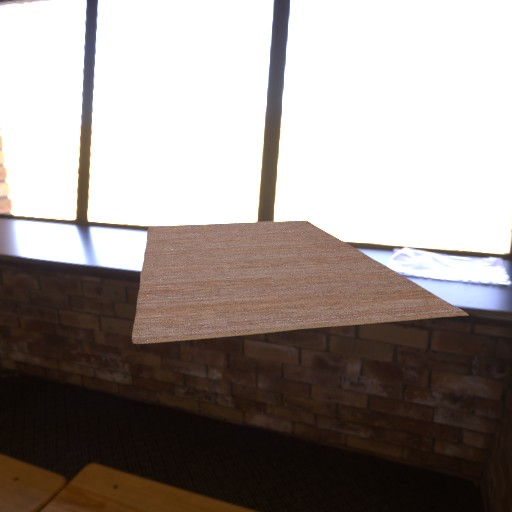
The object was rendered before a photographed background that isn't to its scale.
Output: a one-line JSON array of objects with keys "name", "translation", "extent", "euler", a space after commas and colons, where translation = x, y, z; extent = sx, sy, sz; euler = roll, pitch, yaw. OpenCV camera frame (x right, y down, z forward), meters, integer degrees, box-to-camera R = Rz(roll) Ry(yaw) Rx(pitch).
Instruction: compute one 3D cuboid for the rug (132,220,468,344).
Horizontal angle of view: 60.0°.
[{"name": "rug", "translation": [0.000, 0.000, 3.068], "extent": [1.529, 0.009, 2.446], "euler": [-3, 15, -11]}]
